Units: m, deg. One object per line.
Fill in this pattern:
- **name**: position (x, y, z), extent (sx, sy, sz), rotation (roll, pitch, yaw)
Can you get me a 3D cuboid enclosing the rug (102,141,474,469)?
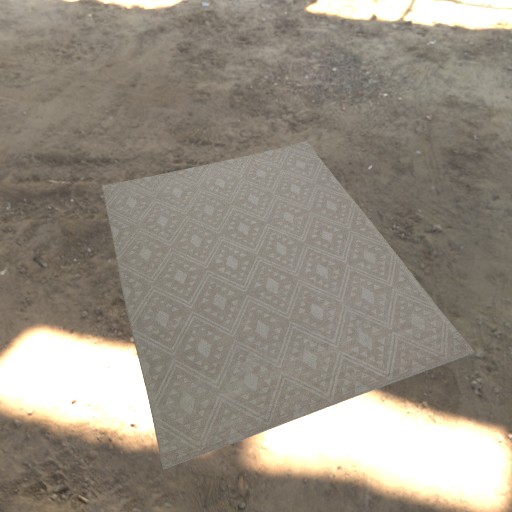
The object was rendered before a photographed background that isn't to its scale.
- **rug**: position (0.000, 0.000, 4.016), extent (2.399, 0.054, 3.011), rotation (-15, 49, -14)
